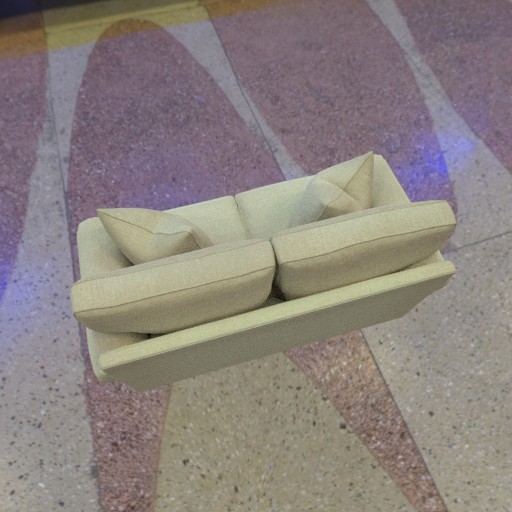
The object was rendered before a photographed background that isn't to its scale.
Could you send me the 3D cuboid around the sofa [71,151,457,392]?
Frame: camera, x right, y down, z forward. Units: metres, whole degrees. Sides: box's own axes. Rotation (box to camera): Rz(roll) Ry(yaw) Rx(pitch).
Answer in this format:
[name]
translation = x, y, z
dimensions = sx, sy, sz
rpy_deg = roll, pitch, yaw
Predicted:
[sofa]
translation = 0.000, 0.000, 2.281
dimensions = 1.701, 0.966, 0.966
rpy_deg = -14, 60, -8
